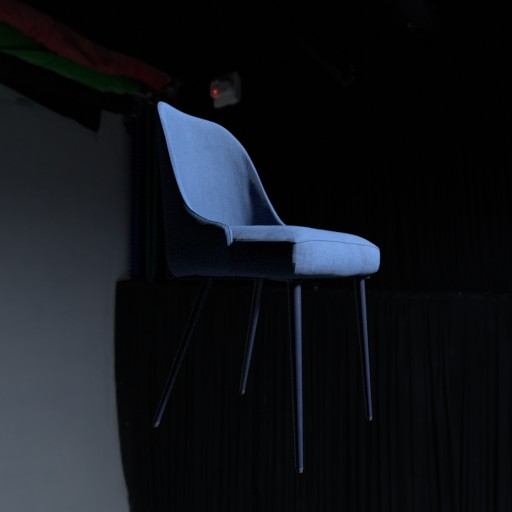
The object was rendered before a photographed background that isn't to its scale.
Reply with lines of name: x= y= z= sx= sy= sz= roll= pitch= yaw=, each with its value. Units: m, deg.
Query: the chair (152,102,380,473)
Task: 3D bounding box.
chair: x=0.000 y=0.000 z=1.208 sx=0.559 sy=0.896 sz=0.478 roll=-1 pitch=-2 yaw=35
